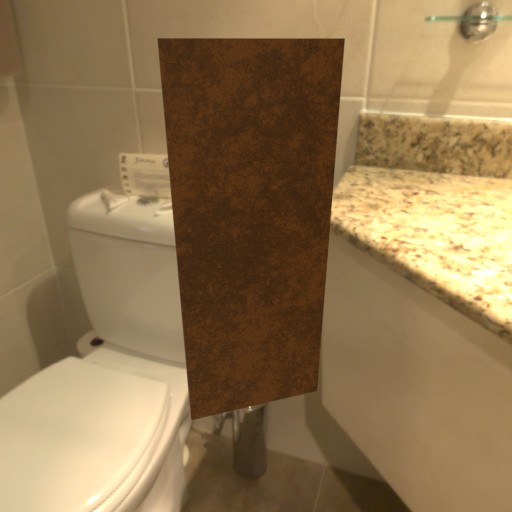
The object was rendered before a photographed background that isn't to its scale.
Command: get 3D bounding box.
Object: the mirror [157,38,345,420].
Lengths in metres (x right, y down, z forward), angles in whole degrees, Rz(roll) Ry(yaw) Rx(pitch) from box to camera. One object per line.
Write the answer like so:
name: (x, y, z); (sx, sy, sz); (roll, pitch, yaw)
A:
mirror: (0.000, 0.000, 2.305); (0.812, 2.031, 0.032); (-8, 27, -16)
